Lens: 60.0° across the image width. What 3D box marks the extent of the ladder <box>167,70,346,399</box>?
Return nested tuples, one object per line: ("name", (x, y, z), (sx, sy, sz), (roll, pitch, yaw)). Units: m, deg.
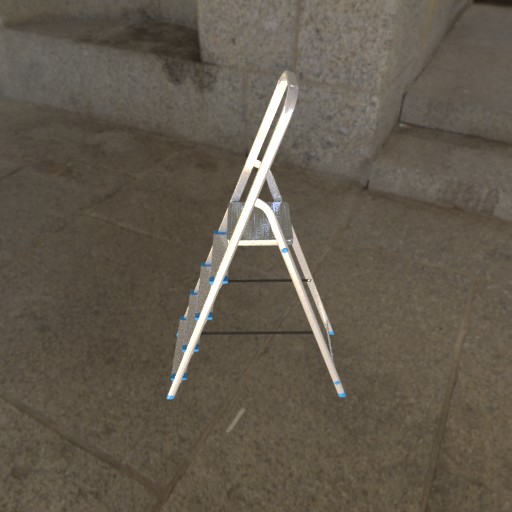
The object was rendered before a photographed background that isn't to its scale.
("ladder", (0.000, 0.000, 2.094), (0.990, 1.648, 0.468), (-1, 40, -1))
